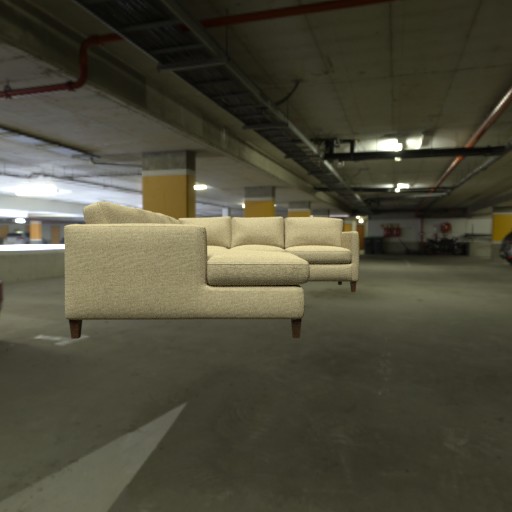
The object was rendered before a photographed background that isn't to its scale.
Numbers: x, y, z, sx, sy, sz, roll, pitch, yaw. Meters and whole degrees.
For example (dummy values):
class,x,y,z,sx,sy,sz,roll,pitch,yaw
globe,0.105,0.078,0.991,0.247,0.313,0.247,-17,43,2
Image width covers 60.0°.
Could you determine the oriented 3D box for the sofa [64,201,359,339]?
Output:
class,x,y,z,sx,sy,sz,roll,pitch,yaw
sofa,0.000,0.000,4.598,2.593,0.959,3.460,0,2,-1
